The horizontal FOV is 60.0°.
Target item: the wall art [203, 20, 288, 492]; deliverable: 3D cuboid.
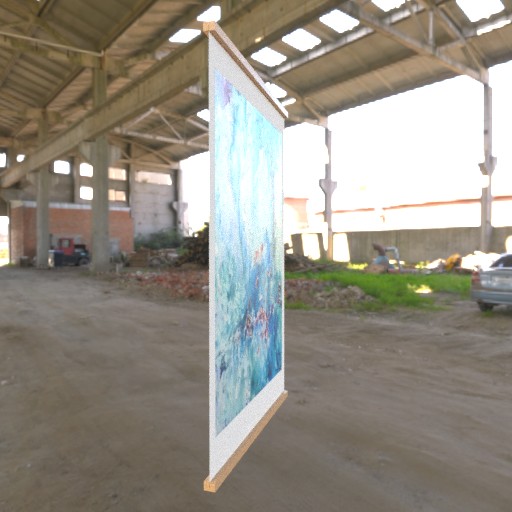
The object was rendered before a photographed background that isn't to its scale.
[{"bbox_3d":[0.000,0.000,1.281,0.027,1.020,0.669,0,1,18],"label":"wall art"}]
